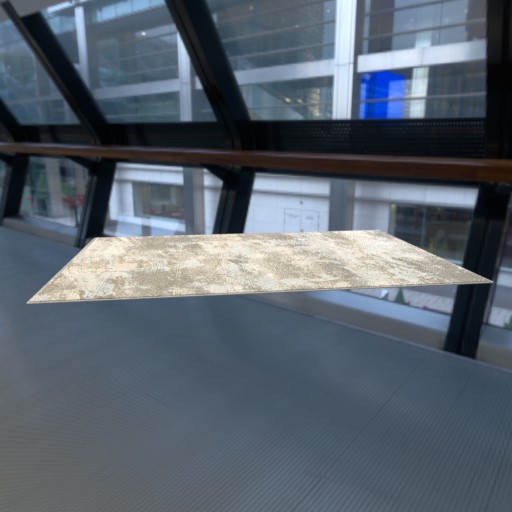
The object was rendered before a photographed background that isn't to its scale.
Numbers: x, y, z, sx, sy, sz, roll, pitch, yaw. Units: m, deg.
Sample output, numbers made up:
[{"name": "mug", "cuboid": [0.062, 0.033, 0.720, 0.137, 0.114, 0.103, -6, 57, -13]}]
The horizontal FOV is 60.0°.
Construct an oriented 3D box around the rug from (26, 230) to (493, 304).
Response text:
[{"name": "rug", "cuboid": [0.000, 0.000, 3.018, 2.431, 0.012, 1.536, -2, 14, -8]}]
